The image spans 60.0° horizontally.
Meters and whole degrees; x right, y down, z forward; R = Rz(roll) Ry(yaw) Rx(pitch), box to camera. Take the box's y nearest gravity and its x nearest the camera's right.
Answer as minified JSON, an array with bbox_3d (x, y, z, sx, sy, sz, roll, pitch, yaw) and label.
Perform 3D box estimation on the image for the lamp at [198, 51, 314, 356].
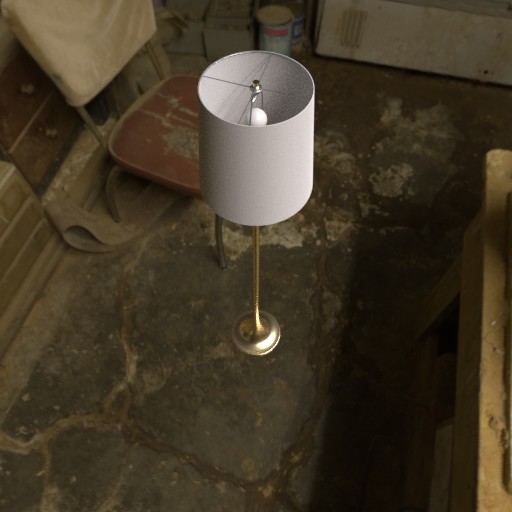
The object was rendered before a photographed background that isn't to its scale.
[{"bbox_3d":[0.000,0.000,1.689,0.337,1.543,0.337,0,58,0],"label":"lamp"}]
